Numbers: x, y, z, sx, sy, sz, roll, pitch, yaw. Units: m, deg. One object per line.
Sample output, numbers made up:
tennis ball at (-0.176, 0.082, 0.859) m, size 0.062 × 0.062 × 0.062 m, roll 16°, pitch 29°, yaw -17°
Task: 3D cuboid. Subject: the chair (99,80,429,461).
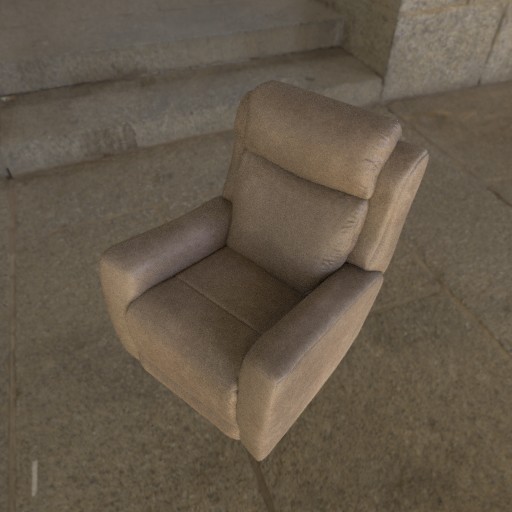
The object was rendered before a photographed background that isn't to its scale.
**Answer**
chair at (0.000, 0.000, 1.917) m, size 0.967 × 1.116 × 1.068 m, roll 30°, pitch 52°, yaw 27°
